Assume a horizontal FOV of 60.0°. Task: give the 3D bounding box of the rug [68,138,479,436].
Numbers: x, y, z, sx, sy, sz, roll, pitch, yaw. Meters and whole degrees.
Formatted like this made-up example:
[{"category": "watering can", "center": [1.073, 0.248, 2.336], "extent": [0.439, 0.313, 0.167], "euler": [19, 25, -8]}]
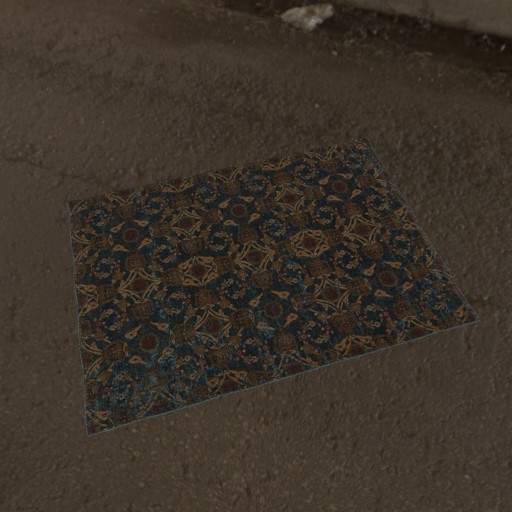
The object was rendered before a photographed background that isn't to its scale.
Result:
[{"category": "rug", "center": [0.000, 0.000, 4.135], "extent": [3.291, 0.013, 2.337], "euler": [-14, 58, -9]}]
